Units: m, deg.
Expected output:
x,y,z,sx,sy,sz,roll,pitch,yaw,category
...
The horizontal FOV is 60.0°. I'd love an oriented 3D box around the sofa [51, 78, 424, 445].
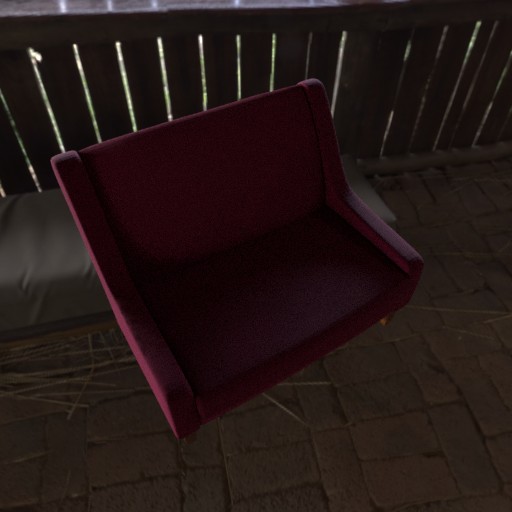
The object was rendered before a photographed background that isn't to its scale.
x,y,z,sx,sy,sz,roll,pitch,yaw,category
0.000,0.000,1.939,1.242,0.976,0.946,-25,51,-22,sofa
